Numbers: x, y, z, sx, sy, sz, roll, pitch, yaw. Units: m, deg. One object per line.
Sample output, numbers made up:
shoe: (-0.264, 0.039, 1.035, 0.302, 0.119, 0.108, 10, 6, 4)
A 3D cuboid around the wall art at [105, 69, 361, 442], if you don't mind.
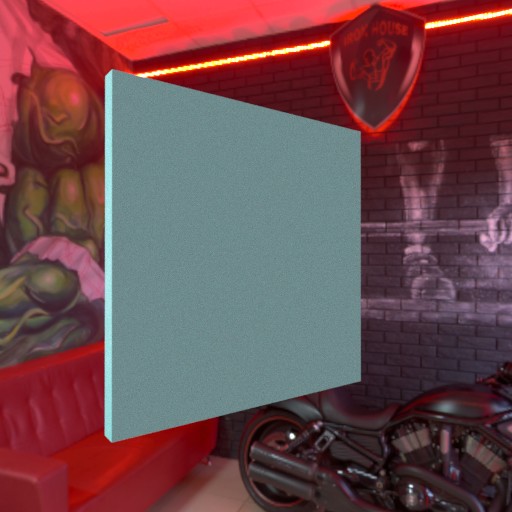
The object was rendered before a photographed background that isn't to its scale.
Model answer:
wall art: (0.000, 0.000, 0.907, 0.603, 0.603, 0.036, 0, 0, -36)
